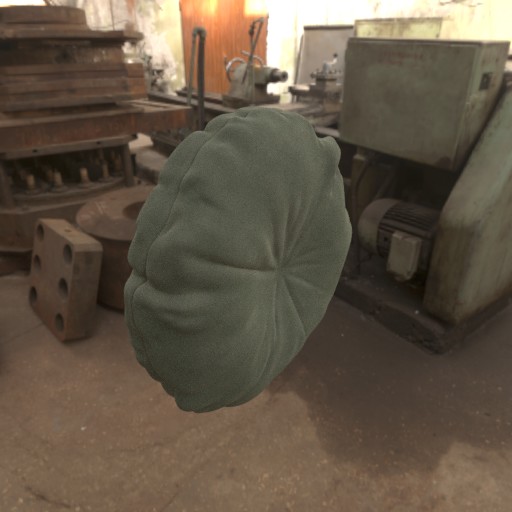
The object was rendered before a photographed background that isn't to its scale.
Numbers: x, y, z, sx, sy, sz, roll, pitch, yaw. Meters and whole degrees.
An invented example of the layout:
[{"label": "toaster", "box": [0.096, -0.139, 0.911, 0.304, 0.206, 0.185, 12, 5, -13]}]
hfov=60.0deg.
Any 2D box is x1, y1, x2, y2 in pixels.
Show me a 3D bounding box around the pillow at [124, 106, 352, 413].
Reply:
[{"label": "pillow", "box": [0.000, 0.000, 0.637, 0.148, 0.407, 0.428, 19, 32, 33]}]
